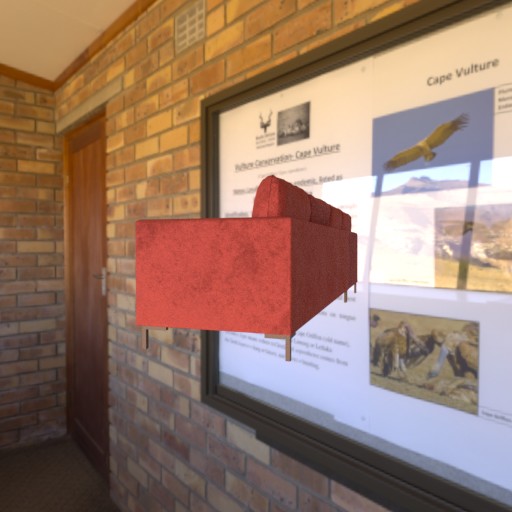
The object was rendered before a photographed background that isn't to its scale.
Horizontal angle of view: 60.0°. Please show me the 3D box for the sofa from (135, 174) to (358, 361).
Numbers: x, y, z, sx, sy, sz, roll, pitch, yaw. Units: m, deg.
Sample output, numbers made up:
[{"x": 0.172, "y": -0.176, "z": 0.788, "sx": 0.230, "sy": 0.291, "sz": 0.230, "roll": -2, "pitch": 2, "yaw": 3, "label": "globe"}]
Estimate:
[{"x": 0.000, "y": 0.000, "z": 4.048, "sx": 1.500, "sy": 0.967, "sz": 3.400, "roll": 0, "pitch": 2, "yaw": 18, "label": "sofa"}]
